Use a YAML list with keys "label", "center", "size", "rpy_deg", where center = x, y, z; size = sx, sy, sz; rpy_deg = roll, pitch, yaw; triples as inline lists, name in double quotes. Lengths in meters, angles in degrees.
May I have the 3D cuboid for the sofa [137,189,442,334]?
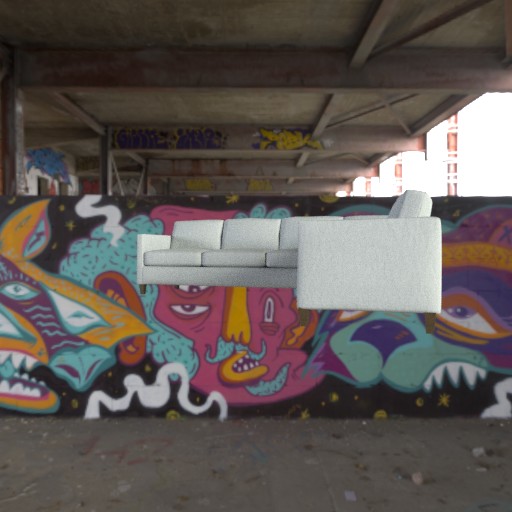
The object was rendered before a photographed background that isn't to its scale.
- label: "sofa"
  center: [0.000, 0.000, 4.440]
  size: [3.333, 0.934, 2.522]
  rpy_deg: [0, 1, 20]
